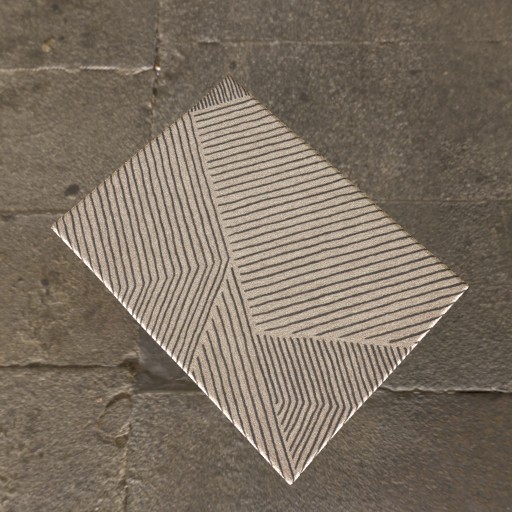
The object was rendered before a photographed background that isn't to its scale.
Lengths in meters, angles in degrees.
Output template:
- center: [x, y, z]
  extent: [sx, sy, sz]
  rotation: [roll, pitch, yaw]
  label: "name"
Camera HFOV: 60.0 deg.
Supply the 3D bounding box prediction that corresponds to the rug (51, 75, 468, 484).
- center: [0.000, 0.000, 3.197]
  extent: [1.829, 0.028, 2.449]
  rotation: [-44, 80, -10]
  label: "rug"
